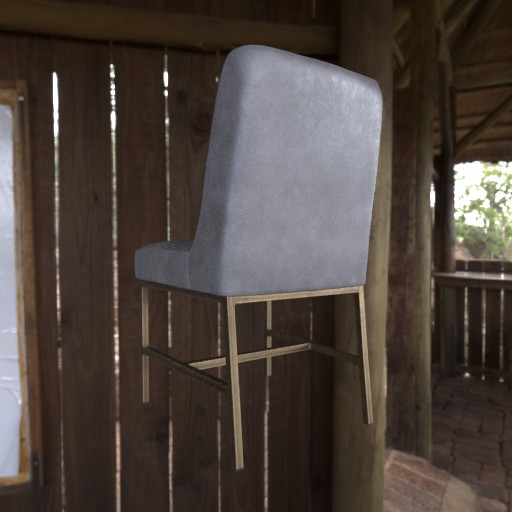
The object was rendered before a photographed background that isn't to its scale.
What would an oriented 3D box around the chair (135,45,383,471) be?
[{"bbox_3d":[0.000,0.000,1.241,0.508,0.889,0.587,-1,2,-34],"label":"chair"}]
